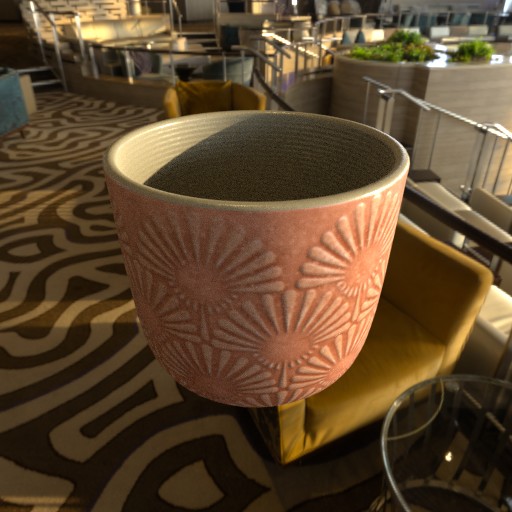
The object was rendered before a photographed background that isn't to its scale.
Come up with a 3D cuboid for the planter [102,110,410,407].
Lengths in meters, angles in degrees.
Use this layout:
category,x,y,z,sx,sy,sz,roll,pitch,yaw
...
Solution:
category,x,y,z,sx,sy,sz,roll,pitch,yaw
planter,0.000,0.000,0.213,0.124,0.109,0.124,0,31,0
